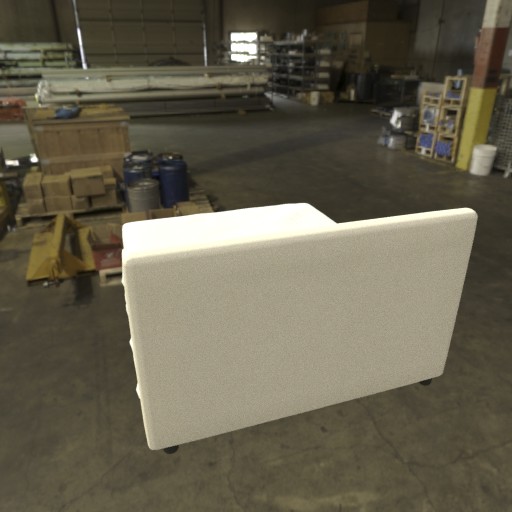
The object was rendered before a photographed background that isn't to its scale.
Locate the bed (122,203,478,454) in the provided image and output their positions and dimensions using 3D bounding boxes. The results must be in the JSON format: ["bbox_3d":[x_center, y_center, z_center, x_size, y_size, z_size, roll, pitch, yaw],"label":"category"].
[{"bbox_3d":[0.000,0.000,3.573,2.119,1.317,2.341,-8,26,-17],"label":"bed"}]
